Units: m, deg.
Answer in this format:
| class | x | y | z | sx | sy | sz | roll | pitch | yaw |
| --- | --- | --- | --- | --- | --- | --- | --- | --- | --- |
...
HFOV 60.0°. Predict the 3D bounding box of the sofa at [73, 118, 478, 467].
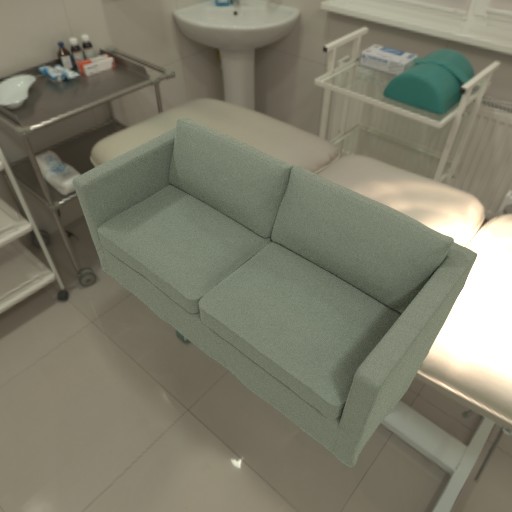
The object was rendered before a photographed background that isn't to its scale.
| class | x | y | z | sx | sy | sz | roll | pitch | yaw |
| --- | --- | --- | --- | --- | --- | --- | --- | --- | --- |
| sofa | 0.000 | 0.000 | 2.475 | 1.987 | 0.870 | 0.940 | 31 | 53 | 28 |
